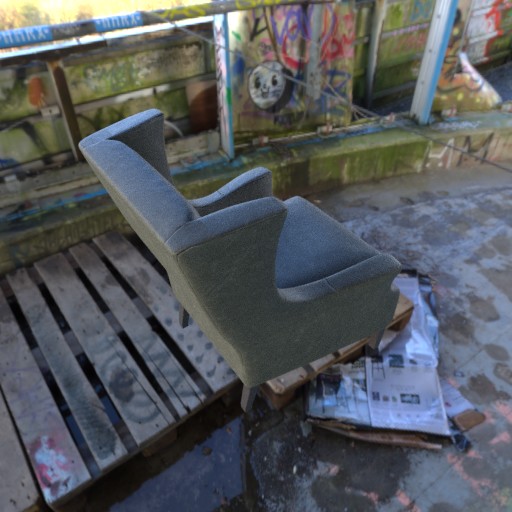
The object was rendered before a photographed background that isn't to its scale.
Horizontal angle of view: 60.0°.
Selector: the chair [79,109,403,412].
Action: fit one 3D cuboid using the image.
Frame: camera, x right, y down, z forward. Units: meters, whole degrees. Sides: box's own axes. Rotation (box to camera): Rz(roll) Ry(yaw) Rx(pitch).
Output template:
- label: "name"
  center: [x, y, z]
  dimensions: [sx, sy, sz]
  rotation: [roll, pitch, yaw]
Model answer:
- label: "chair"
  center: [0.000, 0.000, 1.715]
  dimensions: [0.926, 1.016, 0.853]
  rotation: [-25, 47, -26]
